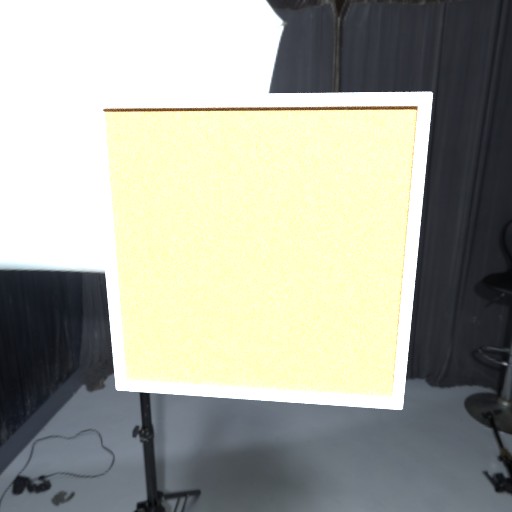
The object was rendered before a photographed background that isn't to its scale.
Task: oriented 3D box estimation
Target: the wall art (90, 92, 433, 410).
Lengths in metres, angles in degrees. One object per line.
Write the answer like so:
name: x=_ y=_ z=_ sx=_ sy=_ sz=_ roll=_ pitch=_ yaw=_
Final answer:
wall art: x=0.000 y=0.000 z=0.447 sx=0.305 sy=0.305 sz=0.038 roll=2 pitch=15 yaw=7
